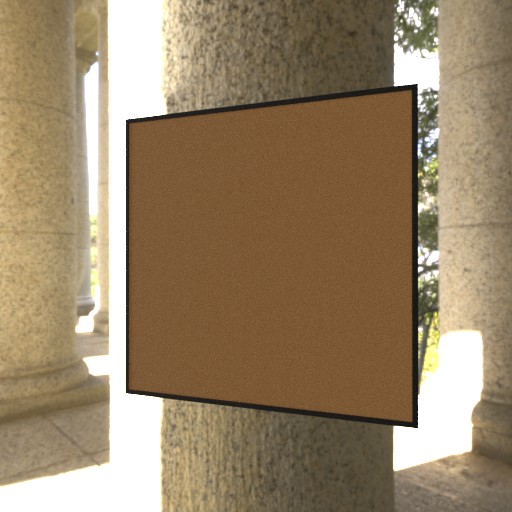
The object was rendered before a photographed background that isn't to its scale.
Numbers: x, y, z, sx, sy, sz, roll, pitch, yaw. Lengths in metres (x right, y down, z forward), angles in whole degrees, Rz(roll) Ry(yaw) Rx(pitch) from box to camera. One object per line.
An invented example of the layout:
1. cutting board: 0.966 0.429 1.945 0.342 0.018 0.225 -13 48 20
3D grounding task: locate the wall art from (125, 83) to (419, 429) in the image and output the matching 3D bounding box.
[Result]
1. wall art: 0.000 0.000 0.966 0.664 0.663 0.015 0 0 19
